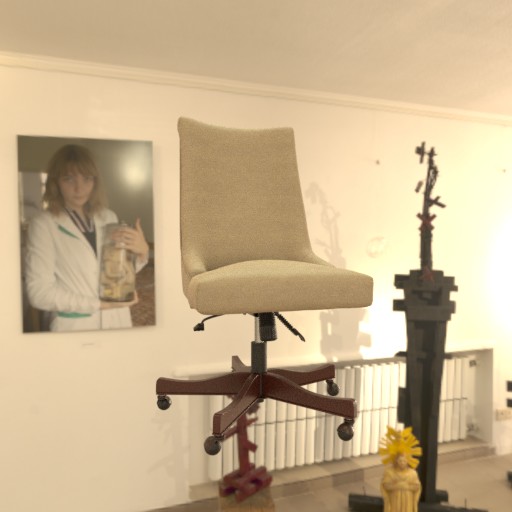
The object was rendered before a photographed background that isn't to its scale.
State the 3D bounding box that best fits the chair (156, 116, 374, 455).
[{"bbox_3d":[0.000,0.000,1.472,0.645,1.010,0.696,0,1,-19],"label":"chair"}]
